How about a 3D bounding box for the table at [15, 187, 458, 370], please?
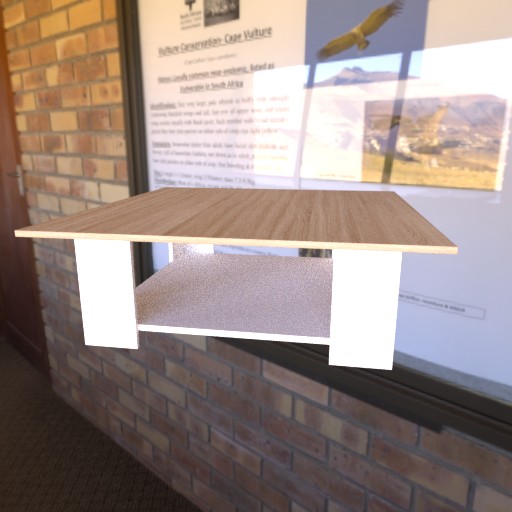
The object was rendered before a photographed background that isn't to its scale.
[{"bbox_3d":[0.000,0.000,1.332,0.890,0.305,0.890,2,15,9],"label":"table"}]
